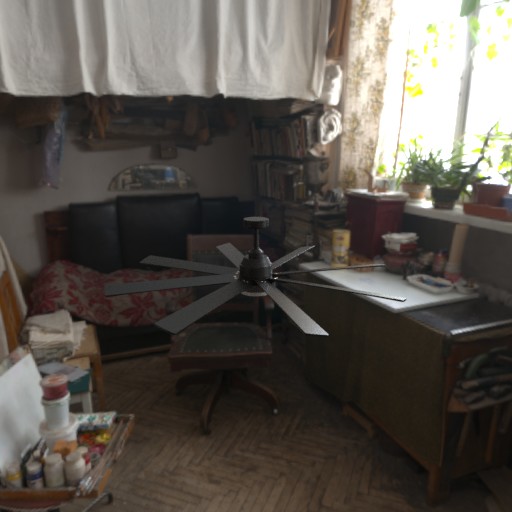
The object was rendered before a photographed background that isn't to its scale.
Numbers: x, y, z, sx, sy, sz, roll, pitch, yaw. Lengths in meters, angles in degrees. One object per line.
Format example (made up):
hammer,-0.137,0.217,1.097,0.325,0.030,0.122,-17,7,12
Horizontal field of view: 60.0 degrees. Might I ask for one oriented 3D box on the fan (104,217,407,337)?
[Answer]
fan,0.000,0.000,2.784,1.830,0.472,1.830,8,16,27
